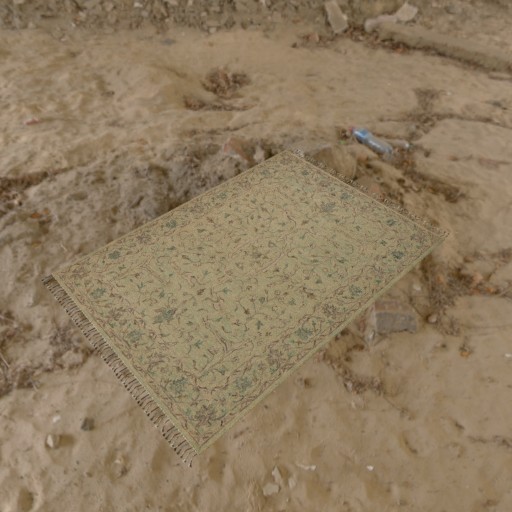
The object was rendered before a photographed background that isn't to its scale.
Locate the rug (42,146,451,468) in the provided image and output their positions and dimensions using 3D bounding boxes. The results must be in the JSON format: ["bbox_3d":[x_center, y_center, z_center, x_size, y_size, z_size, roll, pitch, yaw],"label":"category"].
[{"bbox_3d":[0.000,0.000,2.329,1.802,0.008,1.247,-33,54,-28],"label":"rug"}]
